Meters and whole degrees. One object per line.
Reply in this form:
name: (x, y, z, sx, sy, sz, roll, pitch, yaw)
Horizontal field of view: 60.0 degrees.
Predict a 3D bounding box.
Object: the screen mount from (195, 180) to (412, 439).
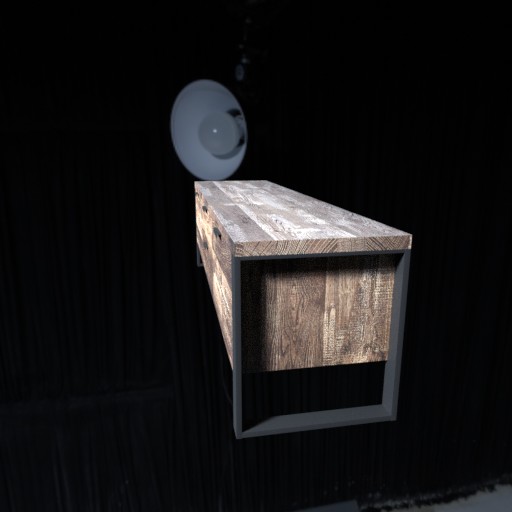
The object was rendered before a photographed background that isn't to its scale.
screen mount: (0.000, 0.000, 1.693, 0.395, 0.450, 1.524, -3, 14, -10)
